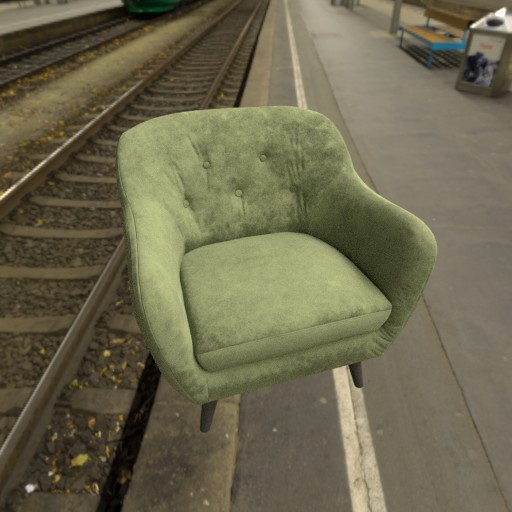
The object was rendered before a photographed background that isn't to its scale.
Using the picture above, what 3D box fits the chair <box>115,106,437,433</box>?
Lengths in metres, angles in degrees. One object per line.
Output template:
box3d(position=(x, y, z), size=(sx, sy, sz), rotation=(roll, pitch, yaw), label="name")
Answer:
box3d(position=(0.000, 0.000, 1.502), size=(0.840, 0.804, 0.819), rotation=(-10, 34, -16), label="chair")
